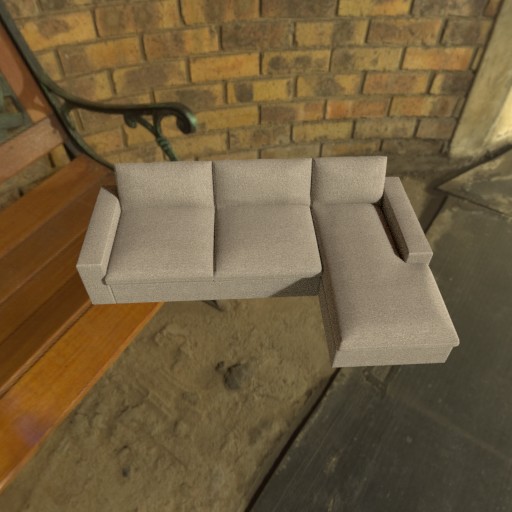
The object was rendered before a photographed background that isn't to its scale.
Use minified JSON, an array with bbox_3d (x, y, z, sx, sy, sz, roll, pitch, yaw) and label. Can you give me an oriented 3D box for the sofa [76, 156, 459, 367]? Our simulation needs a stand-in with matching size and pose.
[{"bbox_3d":[0.000,0.000,3.516,2.718,0.813,1.689,-2,46,-2],"label":"sofa"}]
